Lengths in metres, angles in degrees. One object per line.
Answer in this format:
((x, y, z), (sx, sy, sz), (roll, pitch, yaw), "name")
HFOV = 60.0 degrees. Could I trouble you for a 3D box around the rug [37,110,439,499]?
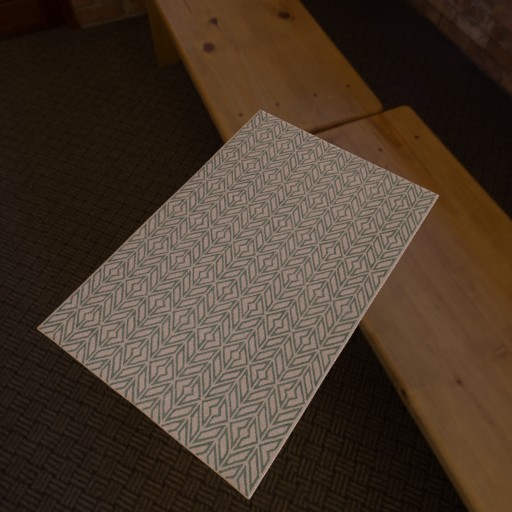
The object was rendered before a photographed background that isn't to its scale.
((0.000, 0.000, 2.278), (1.220, 0.007, 1.828), (31, 64, 17), "rug")
